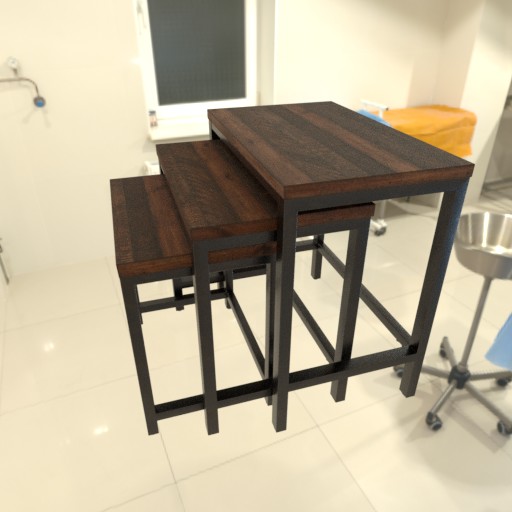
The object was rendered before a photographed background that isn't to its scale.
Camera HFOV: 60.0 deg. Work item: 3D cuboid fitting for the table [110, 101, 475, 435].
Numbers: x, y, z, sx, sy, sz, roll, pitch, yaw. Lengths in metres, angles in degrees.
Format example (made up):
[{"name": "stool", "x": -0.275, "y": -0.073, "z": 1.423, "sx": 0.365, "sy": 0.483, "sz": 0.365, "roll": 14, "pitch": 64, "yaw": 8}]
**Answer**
[{"name": "table", "x": 0.000, "y": 0.000, "z": 1.138, "sx": 0.660, "sy": 0.616, "sz": 0.608, "roll": -9, "pitch": 31, "yaw": -15}]
